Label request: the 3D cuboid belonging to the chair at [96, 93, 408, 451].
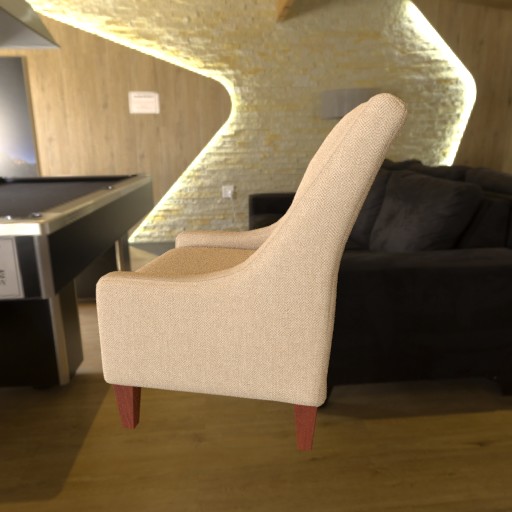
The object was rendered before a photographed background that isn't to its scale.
[{"bbox_3d":[0.000,0.000,1.582,0.870,1.014,0.774,3,15,10],"label":"chair"}]
